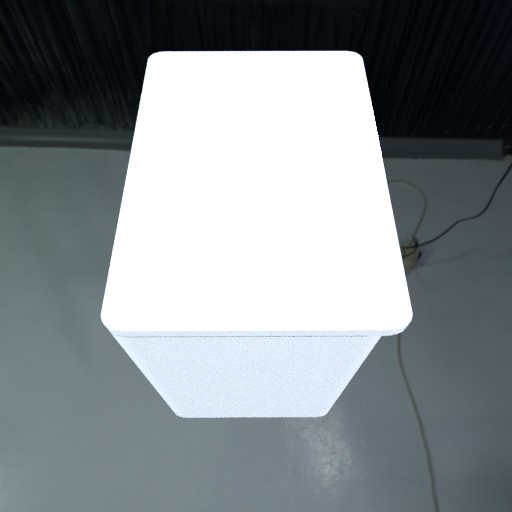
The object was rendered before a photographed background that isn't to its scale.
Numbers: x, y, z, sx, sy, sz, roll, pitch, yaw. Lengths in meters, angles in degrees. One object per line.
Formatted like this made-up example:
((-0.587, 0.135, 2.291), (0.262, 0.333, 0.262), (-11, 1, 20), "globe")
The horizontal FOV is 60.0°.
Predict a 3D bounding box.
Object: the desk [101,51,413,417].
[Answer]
((0.000, 0.000, 1.301), (0.549, 0.800, 0.762), (0, 60, 0), "desk")
